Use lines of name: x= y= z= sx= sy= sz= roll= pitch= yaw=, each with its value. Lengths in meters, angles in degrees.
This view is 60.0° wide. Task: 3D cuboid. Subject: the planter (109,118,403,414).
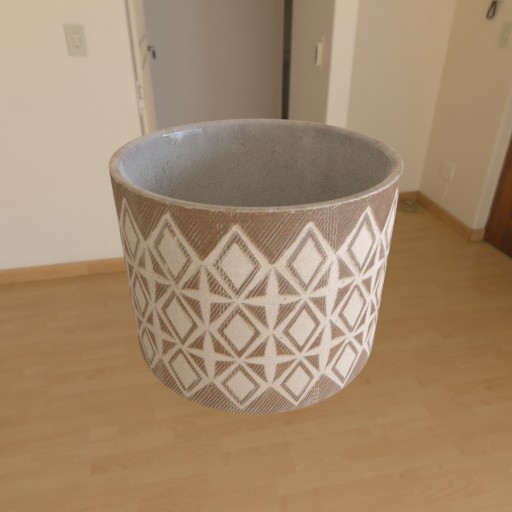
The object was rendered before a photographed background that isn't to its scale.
planter: x=0.000 y=0.000 z=0.343 sx=0.193 sy=0.165 sz=0.193 roll=0 pitch=30 yaw=0
